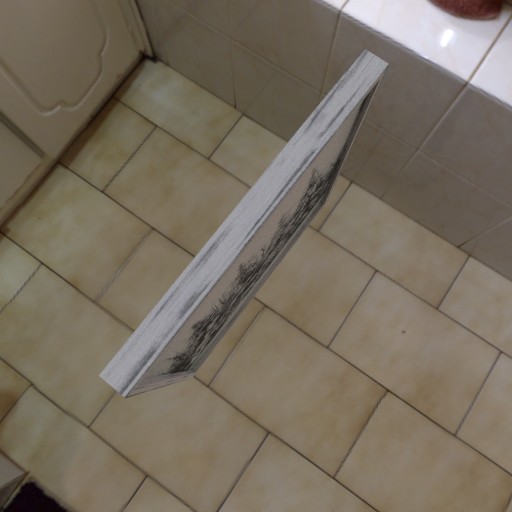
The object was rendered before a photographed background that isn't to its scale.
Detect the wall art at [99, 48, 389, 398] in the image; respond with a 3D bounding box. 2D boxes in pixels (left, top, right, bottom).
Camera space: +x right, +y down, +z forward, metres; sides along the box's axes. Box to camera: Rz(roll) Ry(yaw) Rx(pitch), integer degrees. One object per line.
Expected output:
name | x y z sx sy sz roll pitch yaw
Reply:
wall art | 0.000 0.000 0.762 0.038 0.506 0.506 37 80 8
